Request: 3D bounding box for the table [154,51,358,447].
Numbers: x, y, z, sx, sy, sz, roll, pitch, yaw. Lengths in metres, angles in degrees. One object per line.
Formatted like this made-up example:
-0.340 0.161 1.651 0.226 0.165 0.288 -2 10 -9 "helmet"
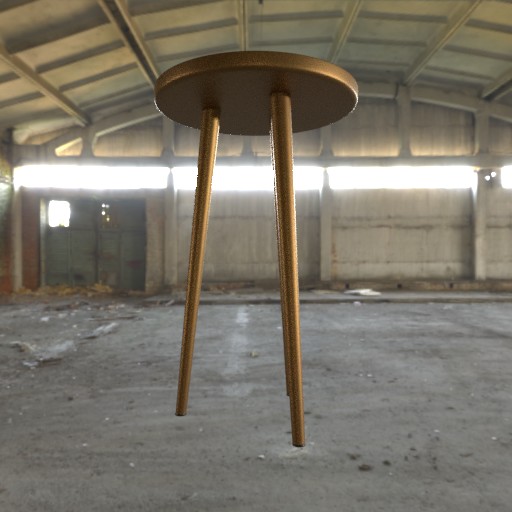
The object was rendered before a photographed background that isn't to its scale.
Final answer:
0.000 0.000 0.667 0.299 0.480 0.299 0 0 -1 "table"
